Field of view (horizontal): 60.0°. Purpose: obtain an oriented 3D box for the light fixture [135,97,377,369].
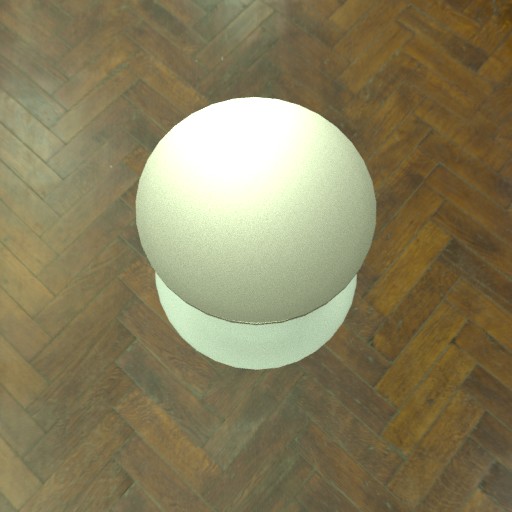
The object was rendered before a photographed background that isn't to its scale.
[{"bbox_3d":[0.000,0.000,0.401,0.199,0.254,0.199,0,74,0],"label":"light fixture"}]
